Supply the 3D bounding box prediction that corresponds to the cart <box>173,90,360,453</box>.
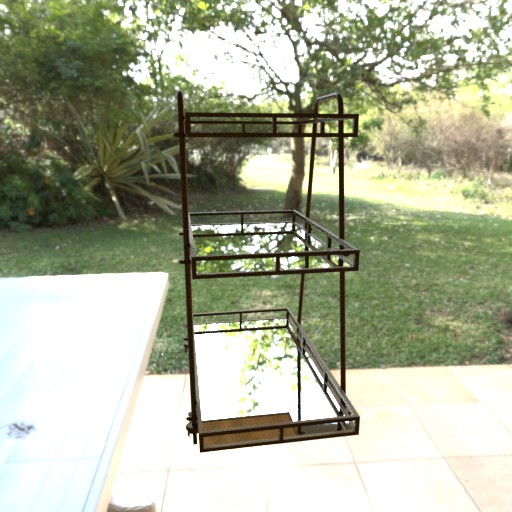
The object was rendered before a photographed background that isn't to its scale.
[{"bbox_3d":[0.000,0.000,1.280,0.441,0.883,0.711,-3,15,-9],"label":"cart"}]
